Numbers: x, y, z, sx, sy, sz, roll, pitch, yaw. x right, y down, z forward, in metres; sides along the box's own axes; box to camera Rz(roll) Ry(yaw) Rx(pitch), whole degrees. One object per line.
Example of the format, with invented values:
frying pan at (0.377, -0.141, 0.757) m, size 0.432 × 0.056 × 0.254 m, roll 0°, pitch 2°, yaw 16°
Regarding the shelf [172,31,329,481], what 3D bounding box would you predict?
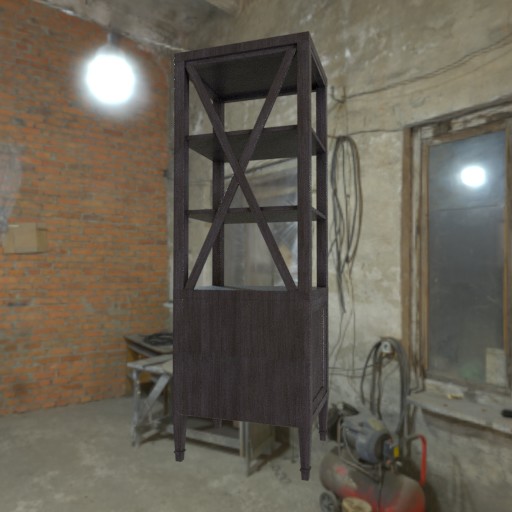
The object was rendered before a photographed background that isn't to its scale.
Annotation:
shelf at (0.000, 0.000, 2.008) m, size 0.584 × 1.727 × 0.472 m, roll -1°, pitch -2°, yaw 18°
